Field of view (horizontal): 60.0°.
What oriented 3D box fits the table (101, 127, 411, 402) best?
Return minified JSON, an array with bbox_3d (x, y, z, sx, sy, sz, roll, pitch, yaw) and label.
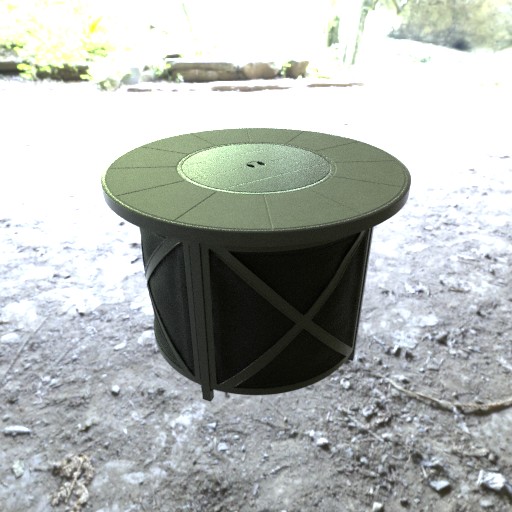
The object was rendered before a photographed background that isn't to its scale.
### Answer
[{"bbox_3d":[0.000,0.000,1.525,0.914,0.650,0.914,0,30,0],"label":"table"}]
